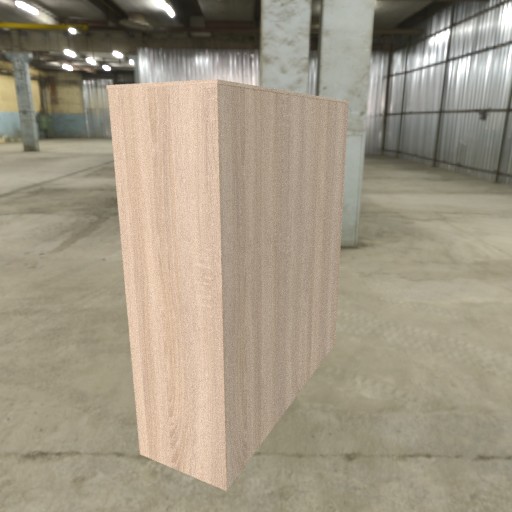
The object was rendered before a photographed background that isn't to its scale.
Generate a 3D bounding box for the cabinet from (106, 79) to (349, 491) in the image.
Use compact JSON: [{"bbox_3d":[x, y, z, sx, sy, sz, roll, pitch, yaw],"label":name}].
[{"bbox_3d":[0.000,0.000,3.014,0.620,2.060,1.870,8,18,26],"label":"cabinet"}]
